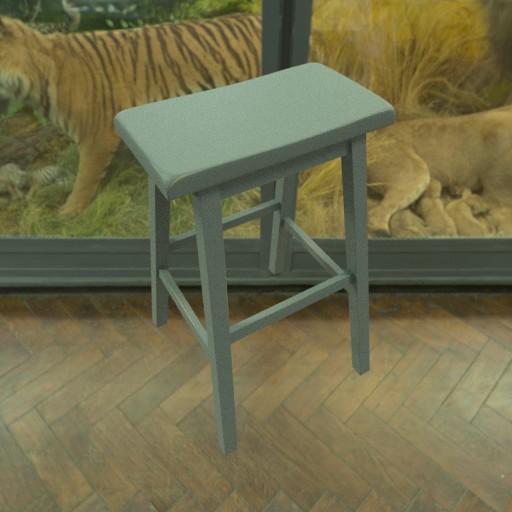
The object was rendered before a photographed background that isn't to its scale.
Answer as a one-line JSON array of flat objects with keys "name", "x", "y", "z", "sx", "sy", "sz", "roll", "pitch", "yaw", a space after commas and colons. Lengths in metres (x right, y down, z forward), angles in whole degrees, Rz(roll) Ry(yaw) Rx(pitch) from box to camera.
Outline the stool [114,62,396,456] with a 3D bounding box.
[{"name": "stool", "x": 0.000, "y": 0.000, "z": 1.042, "sx": 0.457, "sy": 0.737, "sz": 0.476, "roll": -23, "pitch": 49, "yaw": -21}]
